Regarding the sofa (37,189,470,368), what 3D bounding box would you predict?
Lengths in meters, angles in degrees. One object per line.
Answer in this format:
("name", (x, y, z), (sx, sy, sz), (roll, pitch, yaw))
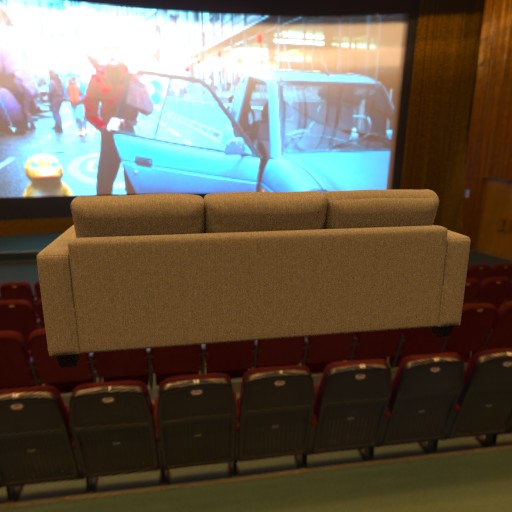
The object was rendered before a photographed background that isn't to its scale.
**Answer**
("sofa", (0.000, 0.000, 2.568), (2.120, 0.800, 0.900), (-3, 15, -10))
